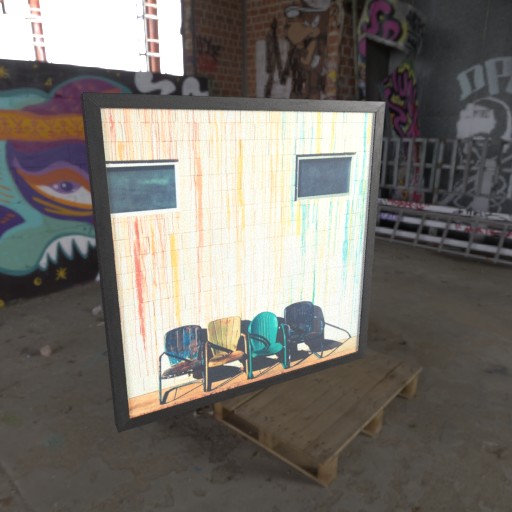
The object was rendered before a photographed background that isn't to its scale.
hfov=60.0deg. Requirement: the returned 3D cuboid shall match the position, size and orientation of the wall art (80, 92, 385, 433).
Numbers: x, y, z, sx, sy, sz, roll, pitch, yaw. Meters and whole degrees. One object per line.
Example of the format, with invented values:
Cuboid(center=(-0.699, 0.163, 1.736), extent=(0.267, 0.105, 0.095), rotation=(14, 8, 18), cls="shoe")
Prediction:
Cuboid(center=(0.000, 0.000, 1.135), extent=(0.763, 0.763, 0.039), rotation=(-9, 19, -27), cls="wall art")
